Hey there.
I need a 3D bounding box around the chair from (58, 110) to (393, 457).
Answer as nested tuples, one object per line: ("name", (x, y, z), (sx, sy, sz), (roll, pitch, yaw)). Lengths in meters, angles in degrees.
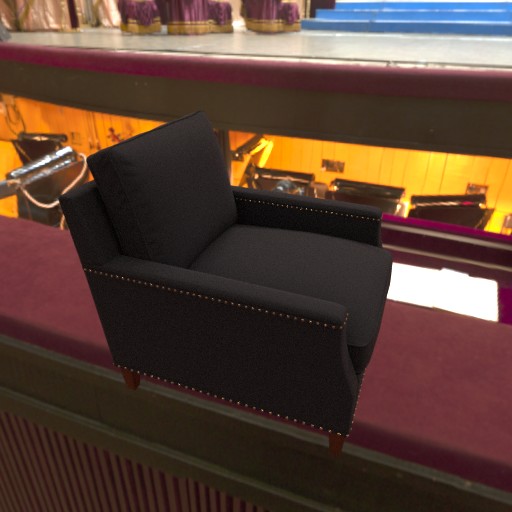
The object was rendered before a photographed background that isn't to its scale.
("chair", (0.000, 0.000, 1.725), (1.014, 0.943, 0.853), (11, 31, 18))
